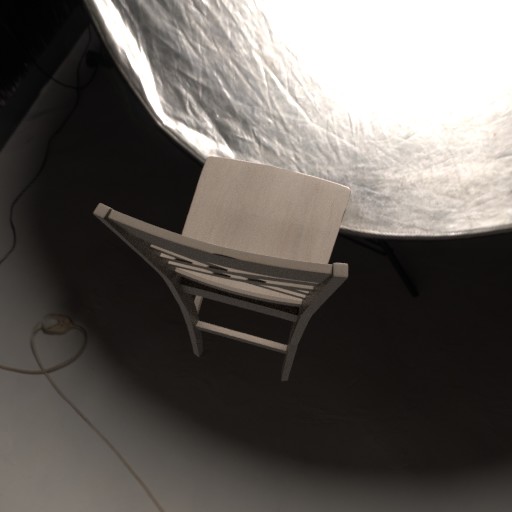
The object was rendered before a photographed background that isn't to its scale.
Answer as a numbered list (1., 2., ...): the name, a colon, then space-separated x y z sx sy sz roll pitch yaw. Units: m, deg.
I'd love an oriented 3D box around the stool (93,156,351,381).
1. stool: 0.000 0.000 1.352 0.462 1.079 0.539 14 64 7
